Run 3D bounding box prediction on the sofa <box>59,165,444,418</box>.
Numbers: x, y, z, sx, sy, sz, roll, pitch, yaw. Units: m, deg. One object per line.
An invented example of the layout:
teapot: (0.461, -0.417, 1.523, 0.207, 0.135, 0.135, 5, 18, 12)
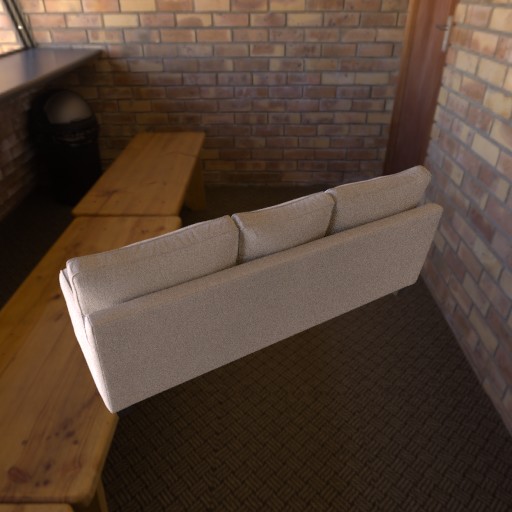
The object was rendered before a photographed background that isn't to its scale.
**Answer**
sofa: (0.000, 0.000, 2.907, 2.323, 0.991, 1.016, -18, 36, -26)
